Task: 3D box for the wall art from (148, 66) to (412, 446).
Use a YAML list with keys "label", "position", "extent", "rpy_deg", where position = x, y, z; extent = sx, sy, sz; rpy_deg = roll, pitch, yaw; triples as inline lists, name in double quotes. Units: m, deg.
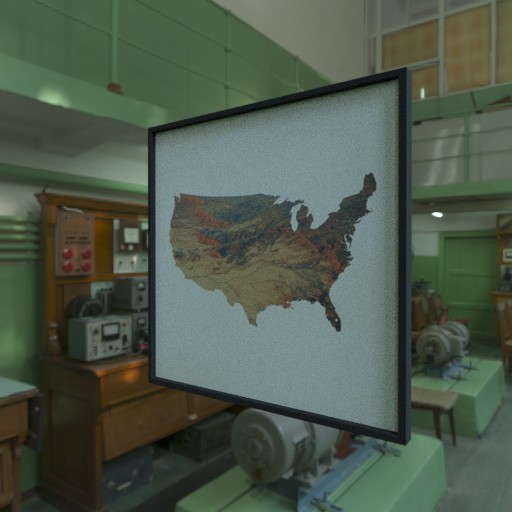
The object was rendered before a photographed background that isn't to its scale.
- label: "wall art"
  position: [0.000, 0.000, 1.123]
  extent: [0.762, 0.762, 0.038]
  rpy_deg: [0, 0, 35]
